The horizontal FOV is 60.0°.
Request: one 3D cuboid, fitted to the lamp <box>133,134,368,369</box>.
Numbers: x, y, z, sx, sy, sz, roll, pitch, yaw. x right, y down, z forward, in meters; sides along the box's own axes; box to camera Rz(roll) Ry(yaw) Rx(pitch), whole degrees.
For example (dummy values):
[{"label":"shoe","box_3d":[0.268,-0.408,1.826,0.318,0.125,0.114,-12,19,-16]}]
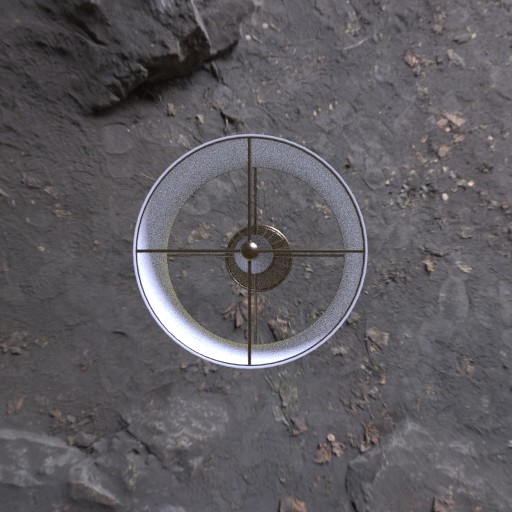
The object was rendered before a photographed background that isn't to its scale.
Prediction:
[{"label":"lamp","box_3d":[0.000,0.000,0.790,0.303,0.618,0.303,0,89,1]}]
